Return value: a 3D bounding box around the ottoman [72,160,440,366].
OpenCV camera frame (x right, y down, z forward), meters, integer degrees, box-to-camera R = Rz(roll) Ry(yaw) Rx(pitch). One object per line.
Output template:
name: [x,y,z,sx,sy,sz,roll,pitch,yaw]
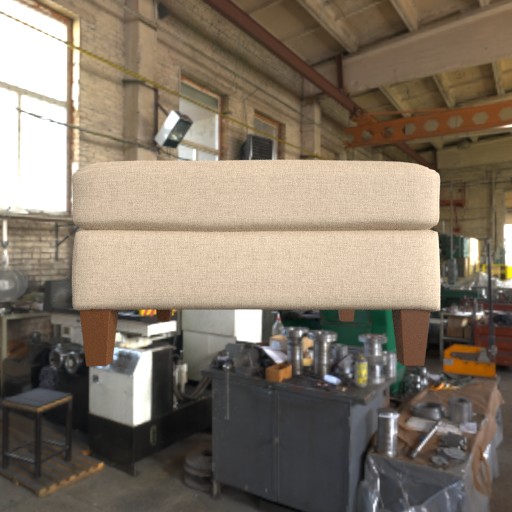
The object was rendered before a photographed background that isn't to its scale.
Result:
ottoman: [0.000,0.000,1.386,0.838,0.503,0.838,0,0,0]
